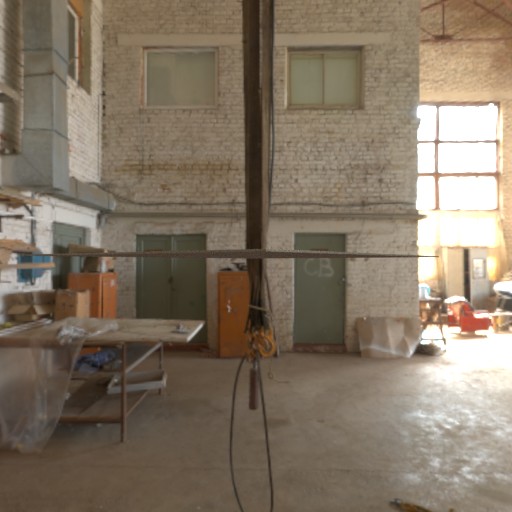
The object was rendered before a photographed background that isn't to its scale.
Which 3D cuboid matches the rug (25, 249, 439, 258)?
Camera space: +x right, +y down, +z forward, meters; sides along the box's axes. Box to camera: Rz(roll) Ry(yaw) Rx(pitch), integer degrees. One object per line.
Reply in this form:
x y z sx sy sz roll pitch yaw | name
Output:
0.000 0.000 3.482 2.073 0.011 2.584 -1 -1 37 | rug
